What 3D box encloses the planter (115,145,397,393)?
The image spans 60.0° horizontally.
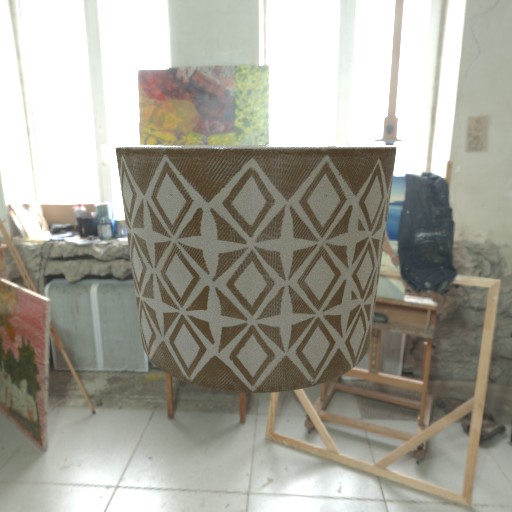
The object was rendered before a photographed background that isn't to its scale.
[{"bbox_3d":[0.000,0.000,0.454,0.260,0.220,0.260,0,14,0],"label":"planter"}]
